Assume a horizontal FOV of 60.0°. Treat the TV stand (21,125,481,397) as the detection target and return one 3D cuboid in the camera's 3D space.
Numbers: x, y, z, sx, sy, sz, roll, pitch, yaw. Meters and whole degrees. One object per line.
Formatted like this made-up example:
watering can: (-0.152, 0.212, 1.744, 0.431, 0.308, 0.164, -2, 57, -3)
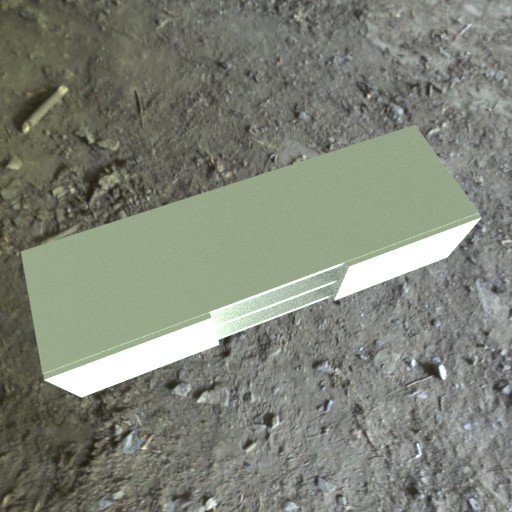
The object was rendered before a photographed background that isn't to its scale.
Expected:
TV stand: (0.000, 0.000, 1.537, 1.400, 0.310, 0.420, -19, 65, -9)
